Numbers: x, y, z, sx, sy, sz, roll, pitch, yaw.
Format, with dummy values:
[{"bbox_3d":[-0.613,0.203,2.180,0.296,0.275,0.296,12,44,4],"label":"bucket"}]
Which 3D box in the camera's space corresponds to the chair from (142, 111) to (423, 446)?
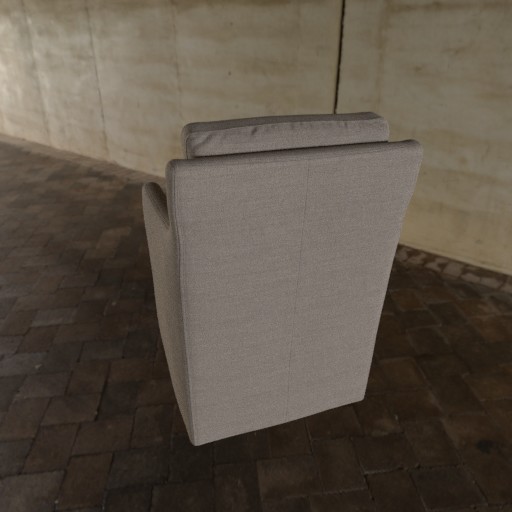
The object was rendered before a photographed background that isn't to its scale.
[{"bbox_3d":[0.000,0.000,1.391,0.626,0.914,0.694,-9,28,-17],"label":"chair"}]
